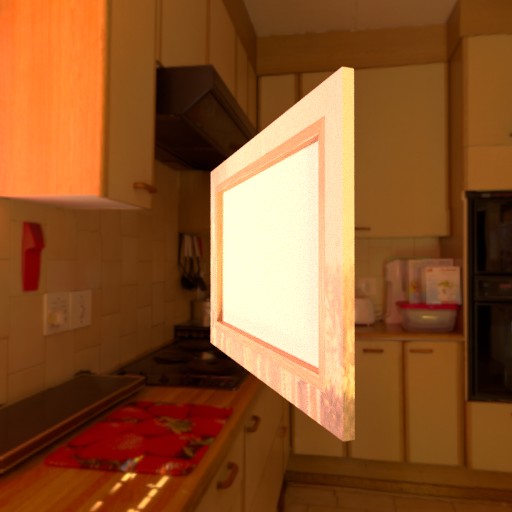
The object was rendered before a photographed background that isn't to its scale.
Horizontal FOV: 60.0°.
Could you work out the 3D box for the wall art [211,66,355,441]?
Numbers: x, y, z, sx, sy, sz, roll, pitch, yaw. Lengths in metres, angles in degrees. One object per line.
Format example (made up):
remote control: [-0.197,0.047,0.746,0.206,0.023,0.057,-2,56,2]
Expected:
wall art: [0.000,0.000,1.919,0.038,1.012,1.525,0,-1,-19]
